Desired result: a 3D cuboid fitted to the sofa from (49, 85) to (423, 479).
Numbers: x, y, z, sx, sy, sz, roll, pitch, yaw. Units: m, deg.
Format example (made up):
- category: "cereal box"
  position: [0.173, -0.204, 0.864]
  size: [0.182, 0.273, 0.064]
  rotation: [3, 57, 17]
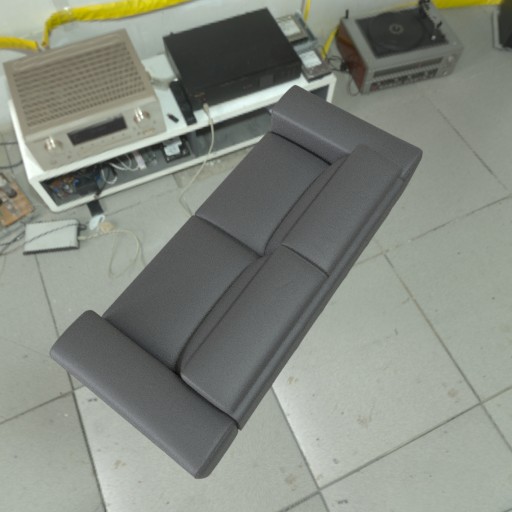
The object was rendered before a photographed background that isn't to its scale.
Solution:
- category: "sofa"
  position: [0.000, 0.000, 2.721]
  size: [1.023, 0.759, 2.321]
  rotation: [33, 69, 15]
